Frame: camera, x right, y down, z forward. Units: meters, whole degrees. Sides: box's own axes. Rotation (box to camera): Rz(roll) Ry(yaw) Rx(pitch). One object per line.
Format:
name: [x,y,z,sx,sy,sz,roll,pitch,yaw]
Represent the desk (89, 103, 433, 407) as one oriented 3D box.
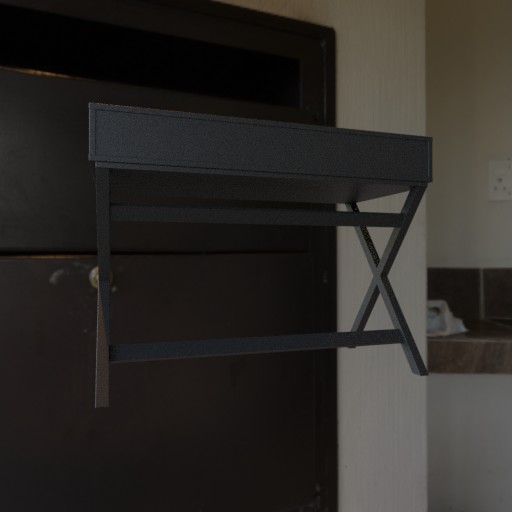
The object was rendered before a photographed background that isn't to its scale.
desk: [0.000,0.000,1.532,1.057,0.780,0.504,0,0,-18]
